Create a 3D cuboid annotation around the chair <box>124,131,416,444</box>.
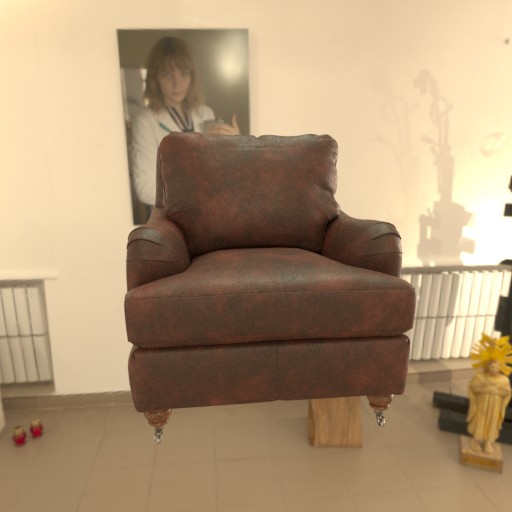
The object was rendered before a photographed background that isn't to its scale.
[{"bbox_3d":[0.000,0.000,1.929,0.987,1.051,1.156,-2,14,-7],"label":"chair"}]
